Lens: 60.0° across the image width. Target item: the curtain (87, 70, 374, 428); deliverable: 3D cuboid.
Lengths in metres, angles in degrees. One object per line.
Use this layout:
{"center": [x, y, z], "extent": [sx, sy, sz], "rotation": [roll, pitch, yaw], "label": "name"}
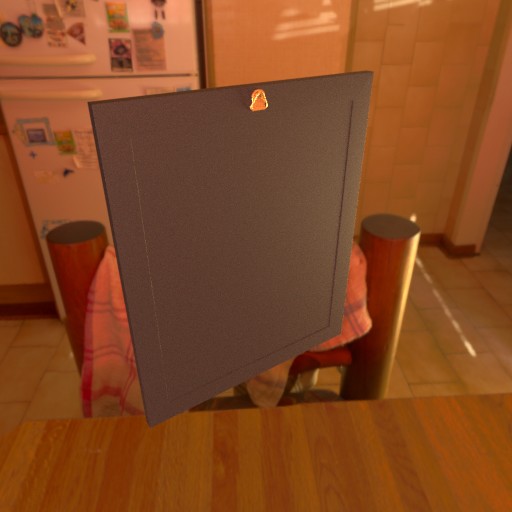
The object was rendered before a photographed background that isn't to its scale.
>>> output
{"center": [0.000, 0.000, 0.801], "extent": [0.483, 0.585, 0.027], "rotation": [-19, 35, -29], "label": "curtain"}
